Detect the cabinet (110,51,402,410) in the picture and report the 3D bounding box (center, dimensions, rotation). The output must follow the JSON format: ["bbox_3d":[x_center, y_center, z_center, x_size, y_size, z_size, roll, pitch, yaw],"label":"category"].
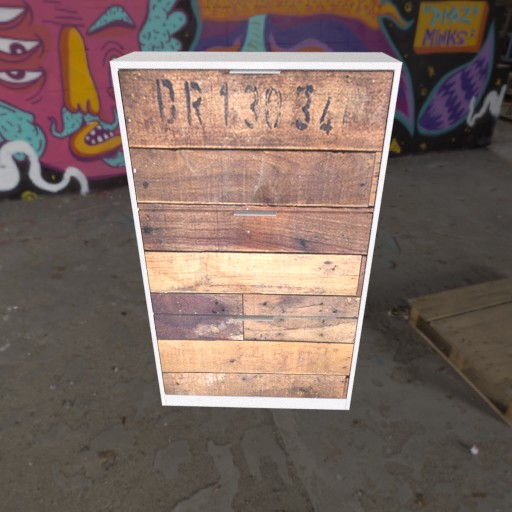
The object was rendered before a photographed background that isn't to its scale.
[{"bbox_3d":[0.000,0.000,1.553,0.750,1.280,0.250,1,30,1],"label":"cabinet"}]
